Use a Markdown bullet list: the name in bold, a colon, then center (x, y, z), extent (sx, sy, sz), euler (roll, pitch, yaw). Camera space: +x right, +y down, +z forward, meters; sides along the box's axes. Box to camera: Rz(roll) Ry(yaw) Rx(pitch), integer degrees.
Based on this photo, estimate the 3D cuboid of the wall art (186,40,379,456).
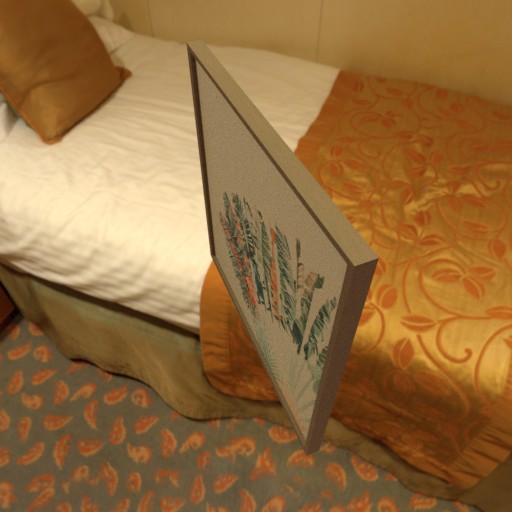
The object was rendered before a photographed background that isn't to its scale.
- **wall art**: center (0.000, 0.000, 1.109), extent (0.038, 0.758, 0.761), euler (-17, 50, -15)
